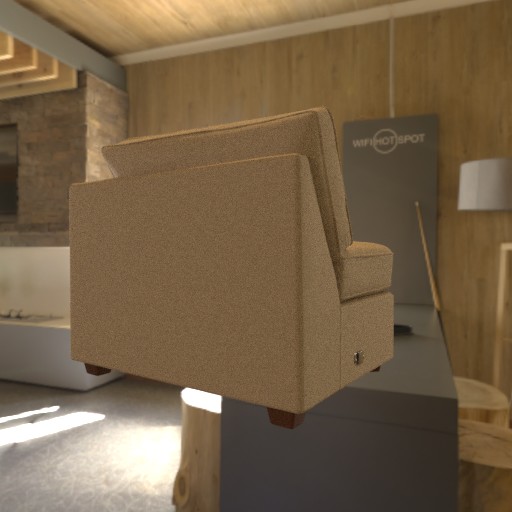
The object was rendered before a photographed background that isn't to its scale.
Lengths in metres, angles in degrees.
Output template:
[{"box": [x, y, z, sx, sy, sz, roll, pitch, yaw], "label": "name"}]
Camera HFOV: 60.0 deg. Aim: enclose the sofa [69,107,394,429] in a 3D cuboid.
[{"box": [0.000, 0.000, 1.840, 1.050, 0.937, 1.042, 1, 1, 36], "label": "sofa"}]
